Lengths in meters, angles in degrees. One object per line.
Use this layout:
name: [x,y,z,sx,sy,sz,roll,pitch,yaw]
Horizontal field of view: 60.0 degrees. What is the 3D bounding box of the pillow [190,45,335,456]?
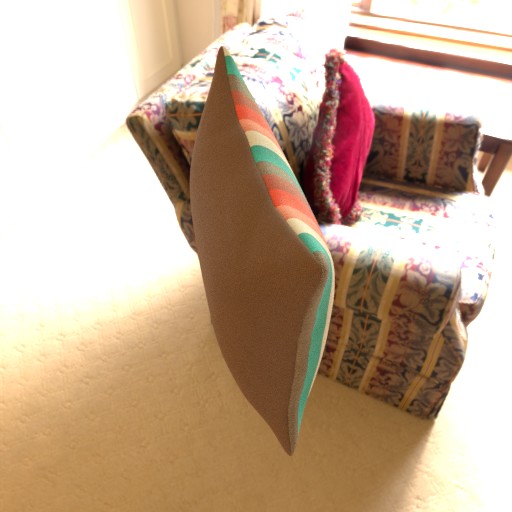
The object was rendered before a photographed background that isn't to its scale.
pillow: [0.000,0.000,0.668,0.168,0.443,0.453,-10,48,-9]
